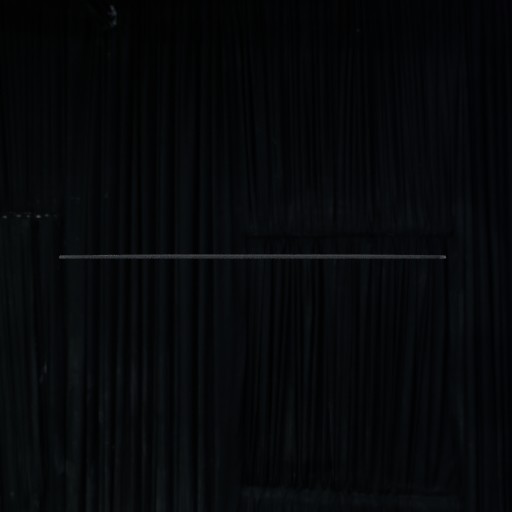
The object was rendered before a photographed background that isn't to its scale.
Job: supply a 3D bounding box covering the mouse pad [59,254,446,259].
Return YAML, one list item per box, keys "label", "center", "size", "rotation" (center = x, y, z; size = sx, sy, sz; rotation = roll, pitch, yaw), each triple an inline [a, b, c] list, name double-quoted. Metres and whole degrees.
- label: "mouse pad"
  center: [0.000, 0.000, 0.446]
  size: [0.269, 0.002, 0.315]
  rotation: [0, 0, 2]
